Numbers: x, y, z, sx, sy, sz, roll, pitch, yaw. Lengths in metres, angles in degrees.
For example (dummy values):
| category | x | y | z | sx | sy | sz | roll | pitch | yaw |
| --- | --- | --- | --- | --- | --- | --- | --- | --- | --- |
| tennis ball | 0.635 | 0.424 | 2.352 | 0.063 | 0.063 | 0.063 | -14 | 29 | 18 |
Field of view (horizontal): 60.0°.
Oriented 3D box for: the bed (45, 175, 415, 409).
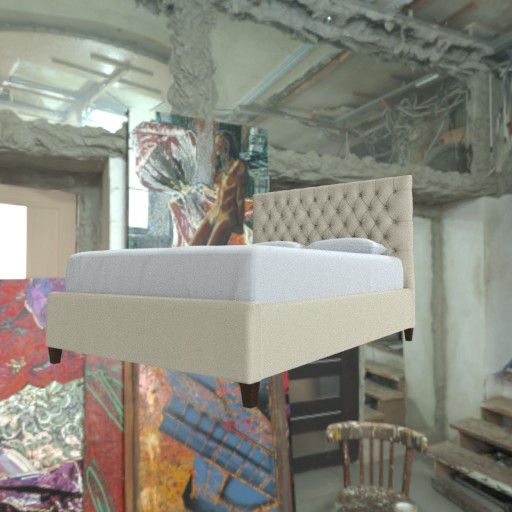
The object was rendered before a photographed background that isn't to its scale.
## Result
| category | x | y | z | sx | sy | sz | roll | pitch | yaw |
| --- | --- | --- | --- | --- | --- | --- | --- | --- | --- |
| bed | 0.000 | 0.000 | 3.370 | 1.698 | 1.427 | 2.387 | -1 | -2 | 36 |
